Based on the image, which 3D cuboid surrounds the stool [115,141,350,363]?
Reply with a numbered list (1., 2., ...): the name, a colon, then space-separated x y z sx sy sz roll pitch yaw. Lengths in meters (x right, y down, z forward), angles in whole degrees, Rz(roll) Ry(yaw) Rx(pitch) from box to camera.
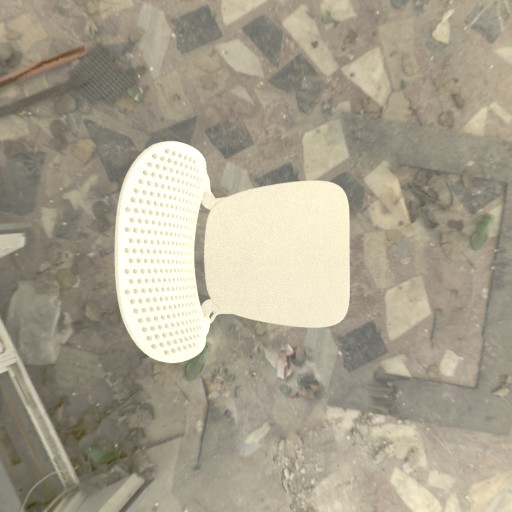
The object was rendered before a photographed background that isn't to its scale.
1. stool: 0.000 0.000 1.369 0.535 1.045 0.536 0 89 1
